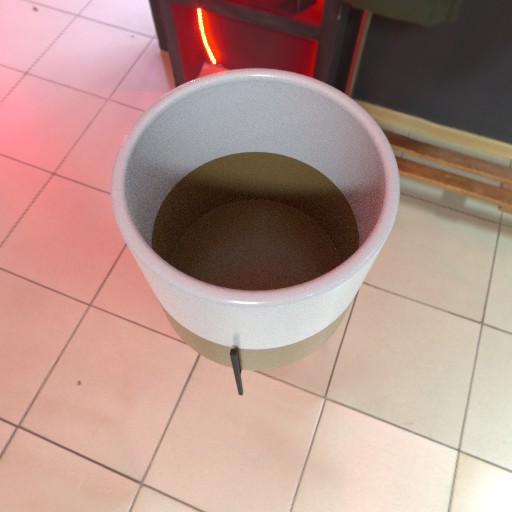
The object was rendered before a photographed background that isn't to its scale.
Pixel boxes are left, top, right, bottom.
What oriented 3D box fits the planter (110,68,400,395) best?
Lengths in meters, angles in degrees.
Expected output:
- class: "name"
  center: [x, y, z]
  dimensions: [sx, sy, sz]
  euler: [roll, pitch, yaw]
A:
- class: "planter"
  center: [0.000, 0.000, 0.654]
  dimensions: [0.310, 0.432, 0.310]
  euler: [-33, 68, -15]
